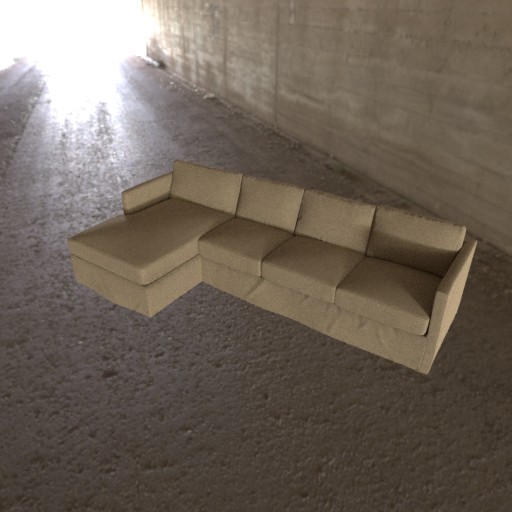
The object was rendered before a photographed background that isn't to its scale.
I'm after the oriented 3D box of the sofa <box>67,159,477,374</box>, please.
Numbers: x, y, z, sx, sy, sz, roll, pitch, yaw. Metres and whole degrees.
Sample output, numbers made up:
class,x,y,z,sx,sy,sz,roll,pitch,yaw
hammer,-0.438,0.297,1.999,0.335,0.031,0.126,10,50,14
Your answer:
class,x,y,z,sx,sy,sz,roll,pitch,yaw
sofa,0.000,0.000,3.869,3.198,0.920,1.638,19,35,29
